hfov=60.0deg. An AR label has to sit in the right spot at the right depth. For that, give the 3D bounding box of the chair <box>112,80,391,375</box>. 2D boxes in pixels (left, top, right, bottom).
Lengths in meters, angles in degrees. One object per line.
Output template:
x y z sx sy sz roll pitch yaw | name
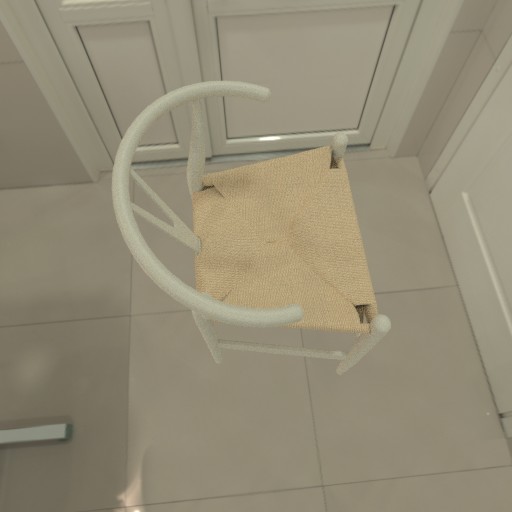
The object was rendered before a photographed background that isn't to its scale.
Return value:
0.000 0.000 1.097 0.500 0.736 0.533 -5 65 -2 | chair
